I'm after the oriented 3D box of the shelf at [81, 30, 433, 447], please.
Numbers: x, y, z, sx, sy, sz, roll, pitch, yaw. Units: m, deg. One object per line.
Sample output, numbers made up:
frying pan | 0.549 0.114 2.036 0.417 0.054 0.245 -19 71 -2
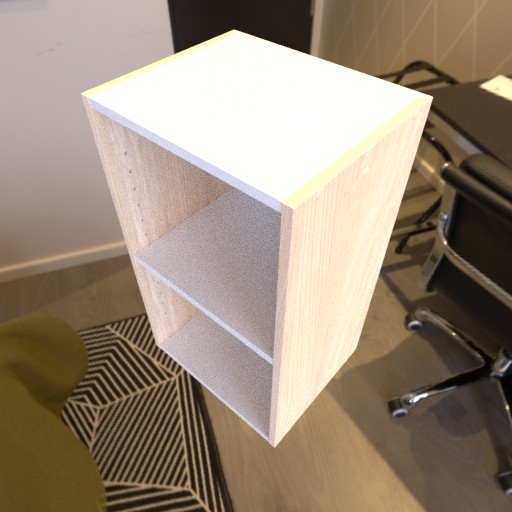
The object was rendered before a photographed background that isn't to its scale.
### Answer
shelf | 0.000 0.000 0.786 0.350 0.600 0.290 32 55 27
